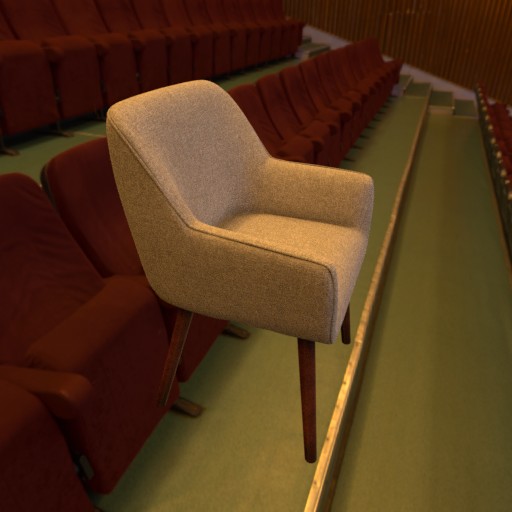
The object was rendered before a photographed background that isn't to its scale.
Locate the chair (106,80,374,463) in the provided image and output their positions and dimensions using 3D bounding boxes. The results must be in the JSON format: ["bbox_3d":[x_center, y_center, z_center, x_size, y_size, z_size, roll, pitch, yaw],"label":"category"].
[{"bbox_3d":[0.000,0.000,1.157,0.519,0.803,0.543,10,31,18],"label":"chair"}]
